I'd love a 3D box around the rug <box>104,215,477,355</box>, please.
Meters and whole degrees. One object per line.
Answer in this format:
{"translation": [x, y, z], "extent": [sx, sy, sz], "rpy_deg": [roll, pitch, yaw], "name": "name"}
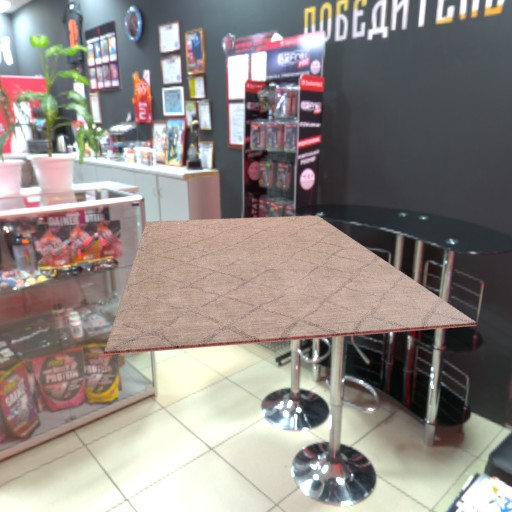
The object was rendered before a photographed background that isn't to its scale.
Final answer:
{"translation": [0.000, 0.000, 2.834], "extent": [1.521, 0.015, 2.280], "rpy_deg": [-3, 17, -9], "name": "rug"}
